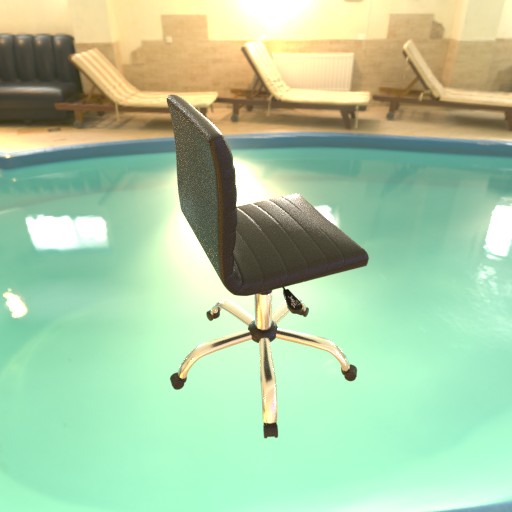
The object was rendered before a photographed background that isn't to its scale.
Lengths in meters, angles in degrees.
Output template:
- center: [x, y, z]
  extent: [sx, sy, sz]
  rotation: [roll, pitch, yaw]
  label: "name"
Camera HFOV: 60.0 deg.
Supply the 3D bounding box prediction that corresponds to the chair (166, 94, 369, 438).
- center: [0.000, 0.000, 1.175]
  extent: [0.530, 0.780, 0.556]
  rotation: [-11, 33, -18]
  label: "chair"
